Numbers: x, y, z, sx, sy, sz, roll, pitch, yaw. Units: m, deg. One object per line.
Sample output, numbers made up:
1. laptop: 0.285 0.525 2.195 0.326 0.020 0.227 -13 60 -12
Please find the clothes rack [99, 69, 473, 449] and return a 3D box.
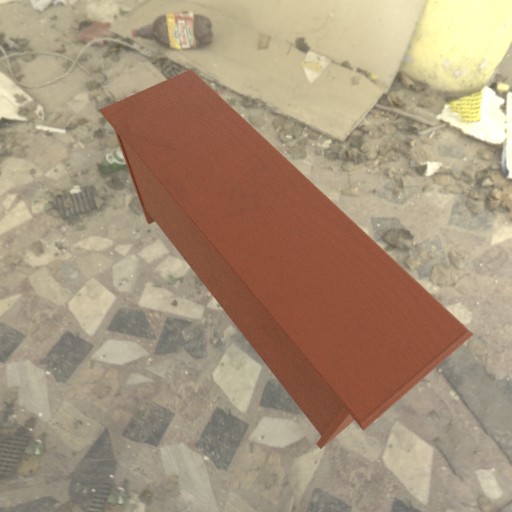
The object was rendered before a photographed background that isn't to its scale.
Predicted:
1. clothes rack: 0.000 0.000 1.503 0.362 0.594 1.251 -32 64 -18
